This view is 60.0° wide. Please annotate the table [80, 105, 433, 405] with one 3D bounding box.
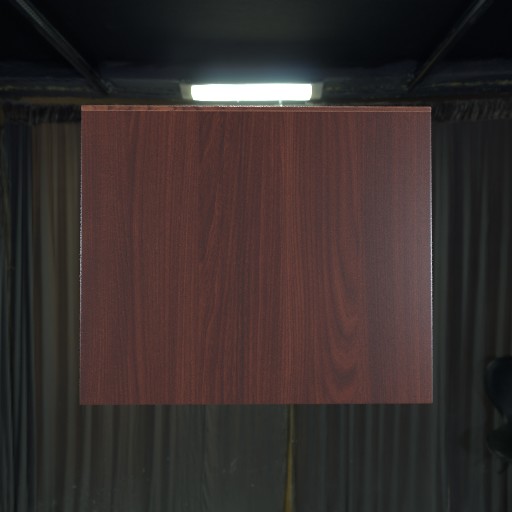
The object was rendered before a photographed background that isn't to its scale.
[{"bbox_3d":[0.000,0.000,1.361,0.930,0.790,0.380,0,-1,-1],"label":"table"}]
